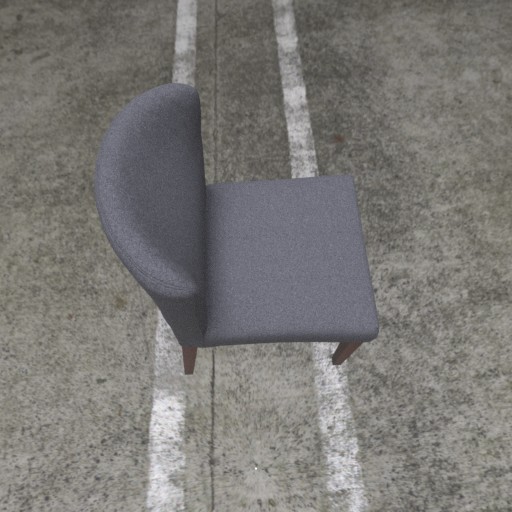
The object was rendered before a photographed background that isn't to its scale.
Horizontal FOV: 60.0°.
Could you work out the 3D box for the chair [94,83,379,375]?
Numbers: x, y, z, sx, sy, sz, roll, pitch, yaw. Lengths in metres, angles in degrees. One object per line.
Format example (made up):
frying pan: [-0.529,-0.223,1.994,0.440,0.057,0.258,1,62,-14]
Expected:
chair: [0.000,0.000,1.184,0.592,0.839,0.491,-3,64,-1]
